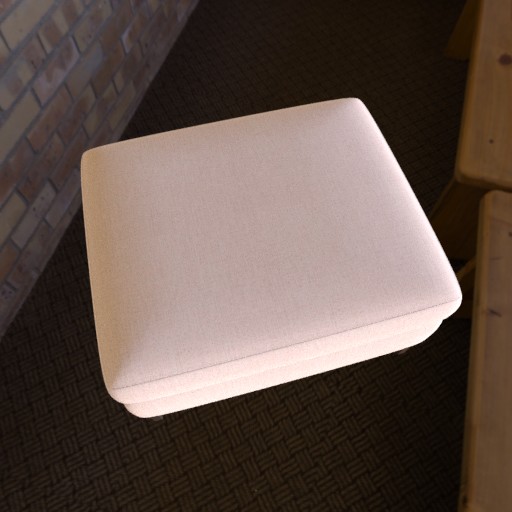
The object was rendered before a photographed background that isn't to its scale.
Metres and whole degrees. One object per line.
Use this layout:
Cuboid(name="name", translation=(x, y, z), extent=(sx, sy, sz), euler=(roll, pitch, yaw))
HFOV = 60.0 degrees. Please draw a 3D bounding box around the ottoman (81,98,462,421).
Cuboid(name="ottoman", translation=(0.000, 0.000, 1.198), extent=(0.794, 0.453, 0.657), euler=(-13, 63, -7))
